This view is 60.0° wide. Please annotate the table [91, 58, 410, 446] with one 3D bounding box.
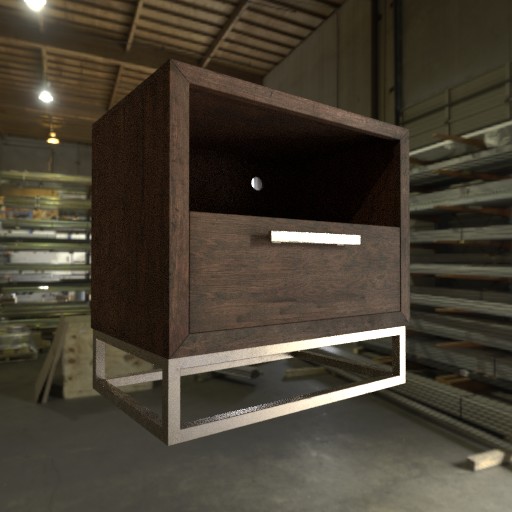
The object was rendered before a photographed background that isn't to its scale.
[{"bbox_3d":[0.000,0.000,1.265,0.767,0.746,0.542,1,-1,-36],"label":"table"}]
